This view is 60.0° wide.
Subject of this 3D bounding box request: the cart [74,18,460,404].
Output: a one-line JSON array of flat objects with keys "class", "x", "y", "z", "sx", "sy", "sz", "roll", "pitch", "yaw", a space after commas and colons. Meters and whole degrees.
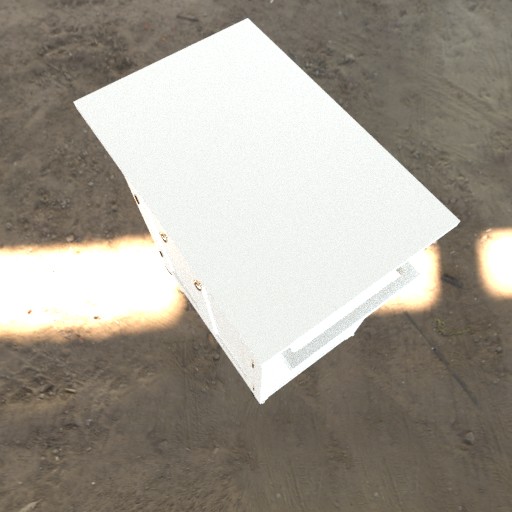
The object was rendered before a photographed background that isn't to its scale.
[{"class": "cart", "x": 0.000, "y": 0.000, "z": 1.244, "sx": 0.442, "sy": 0.864, "sz": 0.683, "roll": -33, "pitch": 69, "yaw": -14}]
